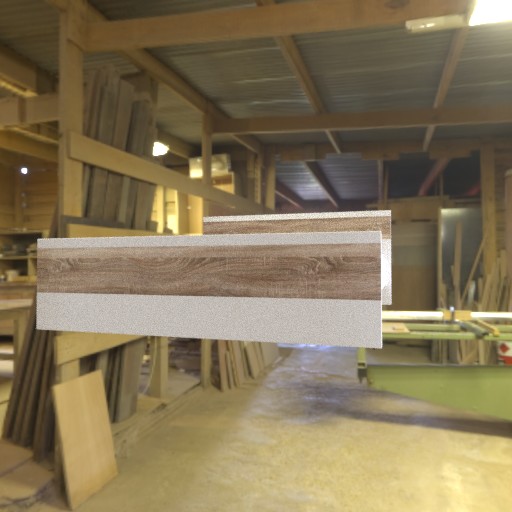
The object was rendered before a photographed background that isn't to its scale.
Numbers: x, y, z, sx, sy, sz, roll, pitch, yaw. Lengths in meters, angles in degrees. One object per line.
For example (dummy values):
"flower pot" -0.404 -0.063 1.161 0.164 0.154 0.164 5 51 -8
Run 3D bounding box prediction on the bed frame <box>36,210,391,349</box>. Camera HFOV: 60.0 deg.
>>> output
"bed frame" 0.000 0.000 3.014 1.720 0.800 2.060 0 -1 18
